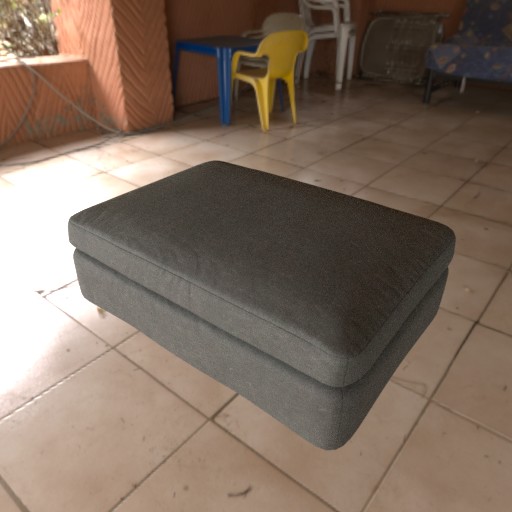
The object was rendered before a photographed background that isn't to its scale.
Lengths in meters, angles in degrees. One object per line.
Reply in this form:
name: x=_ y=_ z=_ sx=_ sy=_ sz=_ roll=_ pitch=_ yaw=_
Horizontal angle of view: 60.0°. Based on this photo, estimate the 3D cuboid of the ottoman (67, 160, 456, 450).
ottoman: x=0.000 y=0.000 z=1.645 sx=1.199 sy=0.429 sz=0.840 roll=22 pitch=38 yaw=32
